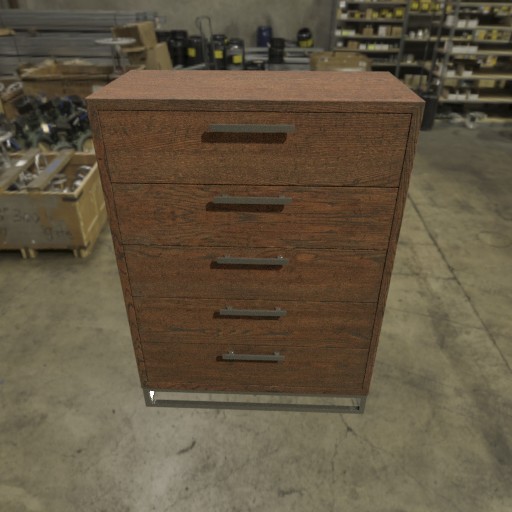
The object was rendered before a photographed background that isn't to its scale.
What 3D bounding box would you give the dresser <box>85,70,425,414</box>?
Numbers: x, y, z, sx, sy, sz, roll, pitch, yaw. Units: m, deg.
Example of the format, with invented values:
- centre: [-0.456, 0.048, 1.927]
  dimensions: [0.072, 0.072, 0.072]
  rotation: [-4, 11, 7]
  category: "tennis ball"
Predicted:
- centre: [0.000, 0.000, 1.794]
  dimensions: [0.965, 1.321, 0.508]
  rotation: [1, 32, 2]
  category: "dresser"
